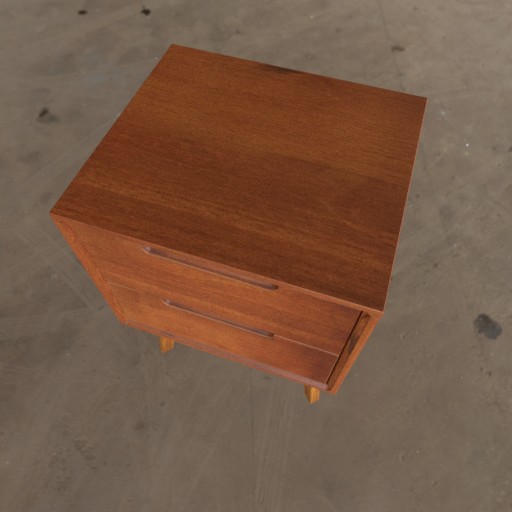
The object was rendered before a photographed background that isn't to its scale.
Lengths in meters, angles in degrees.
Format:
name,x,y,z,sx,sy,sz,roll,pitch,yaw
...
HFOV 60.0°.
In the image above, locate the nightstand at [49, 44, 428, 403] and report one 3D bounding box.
name,x,y,z,sx,sy,sz,roll,pitch,yaw
nightstand,0.000,0.000,0.929,0.460,0.618,0.411,16,60,10
